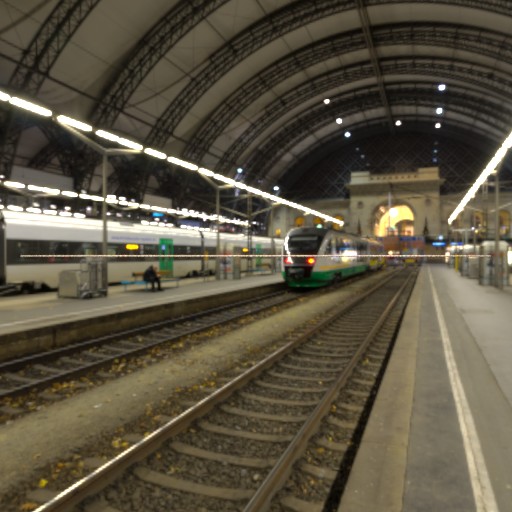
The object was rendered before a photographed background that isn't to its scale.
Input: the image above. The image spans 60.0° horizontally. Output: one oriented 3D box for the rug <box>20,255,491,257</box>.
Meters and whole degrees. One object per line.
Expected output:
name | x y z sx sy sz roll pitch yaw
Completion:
rug | 0.000 0.000 2.670 2.432 0.008 0.766 0 0 0
